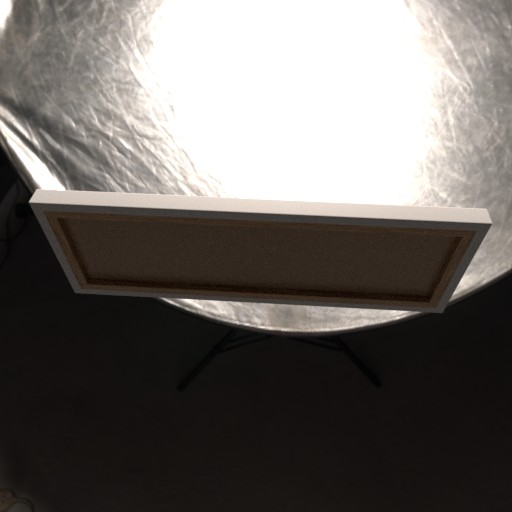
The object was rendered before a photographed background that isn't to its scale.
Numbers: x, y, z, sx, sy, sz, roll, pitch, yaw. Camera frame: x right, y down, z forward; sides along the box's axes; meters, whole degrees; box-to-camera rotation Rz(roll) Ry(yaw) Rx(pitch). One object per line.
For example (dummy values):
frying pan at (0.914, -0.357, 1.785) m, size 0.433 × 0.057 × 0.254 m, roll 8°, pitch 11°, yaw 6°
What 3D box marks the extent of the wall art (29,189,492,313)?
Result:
wall art at (0.000, 0.000, 0.835) m, size 0.763 × 0.255 × 0.038 m, roll 3°, pitch 49°, yaw 3°
